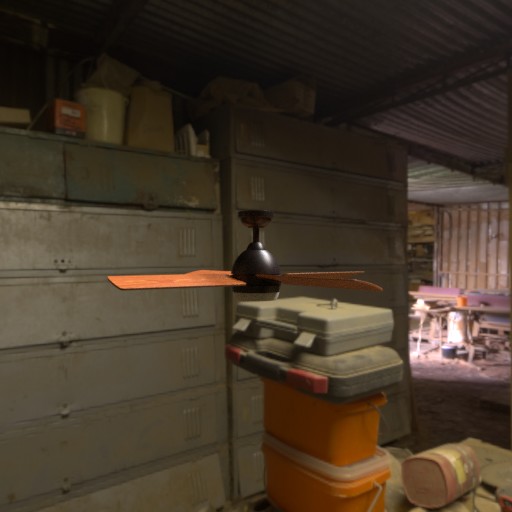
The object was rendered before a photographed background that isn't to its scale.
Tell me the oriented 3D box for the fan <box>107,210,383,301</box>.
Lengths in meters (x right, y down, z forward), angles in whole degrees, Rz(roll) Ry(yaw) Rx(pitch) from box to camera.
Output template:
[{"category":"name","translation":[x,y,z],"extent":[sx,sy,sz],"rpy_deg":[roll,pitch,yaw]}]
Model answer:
[{"category":"fan","translation":[0.000,0.000,2.041],"extent":[1.332,0.403,1.332],"rpy_deg":[0,0,-36]}]
